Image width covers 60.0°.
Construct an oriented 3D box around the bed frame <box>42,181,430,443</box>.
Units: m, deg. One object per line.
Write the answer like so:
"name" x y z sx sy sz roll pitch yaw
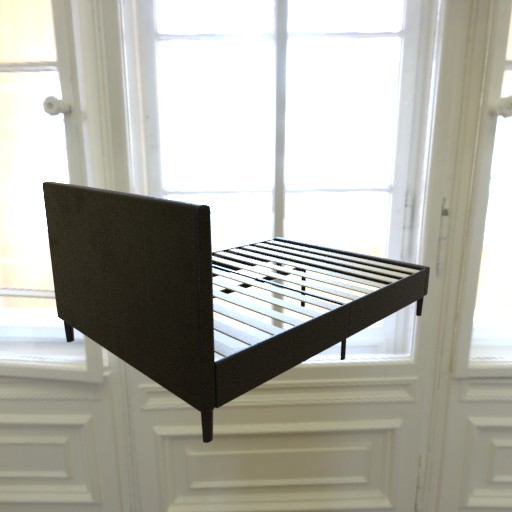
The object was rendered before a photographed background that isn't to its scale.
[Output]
"bed frame" 0.000 0.000 3.260 1.634 1.127 2.318 14 20 43
